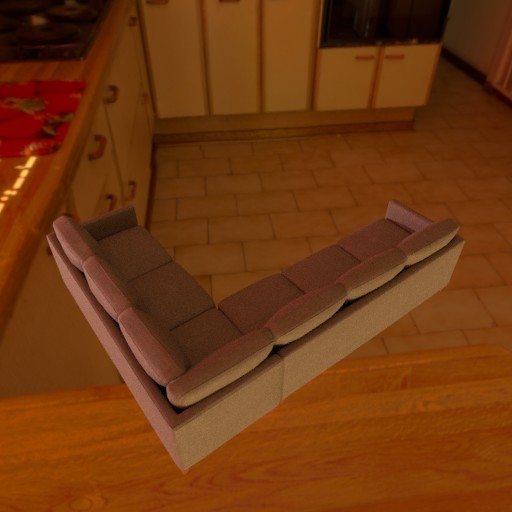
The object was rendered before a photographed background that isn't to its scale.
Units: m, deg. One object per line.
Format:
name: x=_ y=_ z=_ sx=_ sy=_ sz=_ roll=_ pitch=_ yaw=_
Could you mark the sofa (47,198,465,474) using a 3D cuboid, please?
sofa: x=0.000 y=0.000 z=4.498 sx=3.302 sy=0.947 sz=2.593 roll=-26 pitch=48 yaw=-27
